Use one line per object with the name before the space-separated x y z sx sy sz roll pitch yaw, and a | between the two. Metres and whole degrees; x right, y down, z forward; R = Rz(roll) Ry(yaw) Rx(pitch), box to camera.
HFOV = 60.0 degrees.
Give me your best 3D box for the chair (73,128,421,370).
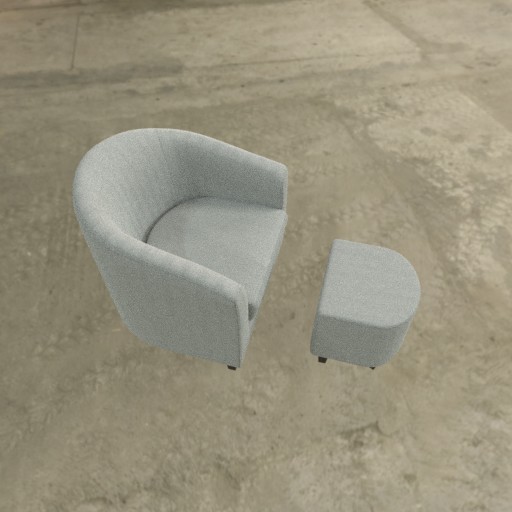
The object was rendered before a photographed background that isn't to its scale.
chair | 0.000 0.000 1.767 1.288 0.757 0.756 11 47 10
